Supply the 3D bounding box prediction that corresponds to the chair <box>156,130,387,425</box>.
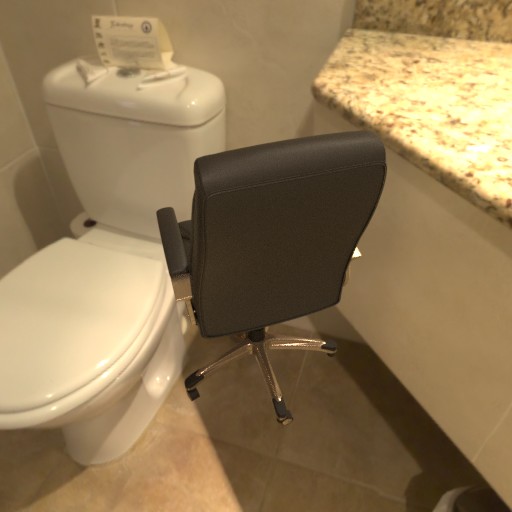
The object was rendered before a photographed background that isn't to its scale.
[{"bbox_3d":[0.000,0.000,1.642,0.694,1.188,0.748,-13,43,-14],"label":"chair"}]
